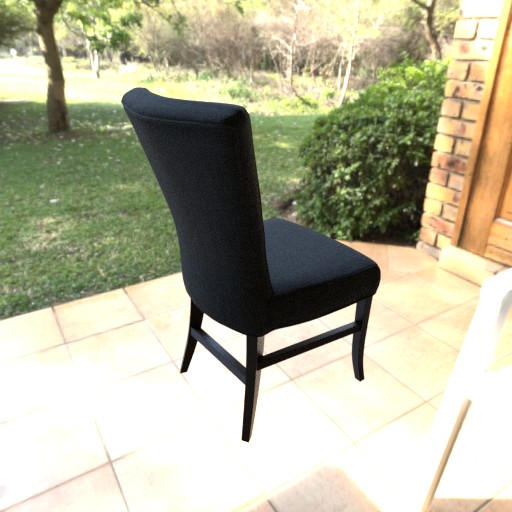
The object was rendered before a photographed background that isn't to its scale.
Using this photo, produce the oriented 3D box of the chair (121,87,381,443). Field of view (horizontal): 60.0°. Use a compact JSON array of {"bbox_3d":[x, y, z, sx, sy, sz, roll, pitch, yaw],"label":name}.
[{"bbox_3d":[0.000,0.000,1.390,0.660,0.991,0.520,-19,32,-33],"label":"chair"}]
